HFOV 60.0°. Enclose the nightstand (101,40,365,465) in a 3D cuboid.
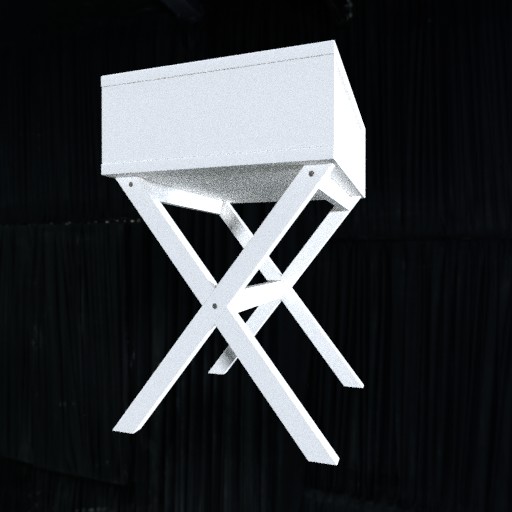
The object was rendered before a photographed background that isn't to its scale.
[{"bbox_3d":[0.000,0.000,0.927,0.402,0.623,0.479,0,0,19],"label":"nightstand"}]
